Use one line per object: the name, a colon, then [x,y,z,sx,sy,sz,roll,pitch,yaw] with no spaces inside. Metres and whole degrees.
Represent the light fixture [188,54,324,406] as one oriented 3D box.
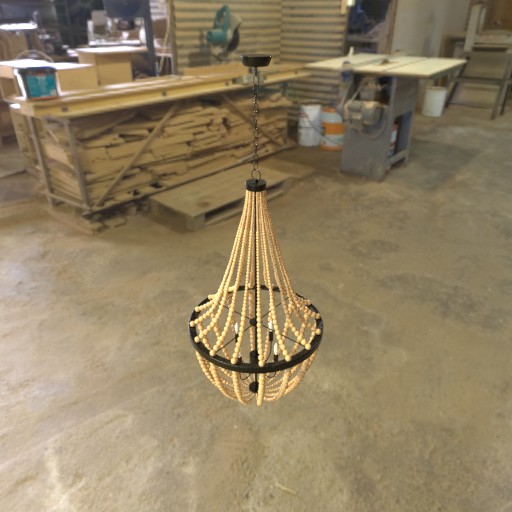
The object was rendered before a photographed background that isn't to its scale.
light fixture: [0.000,0.000,1.368,0.450,1.133,0.450,0,29,0]
